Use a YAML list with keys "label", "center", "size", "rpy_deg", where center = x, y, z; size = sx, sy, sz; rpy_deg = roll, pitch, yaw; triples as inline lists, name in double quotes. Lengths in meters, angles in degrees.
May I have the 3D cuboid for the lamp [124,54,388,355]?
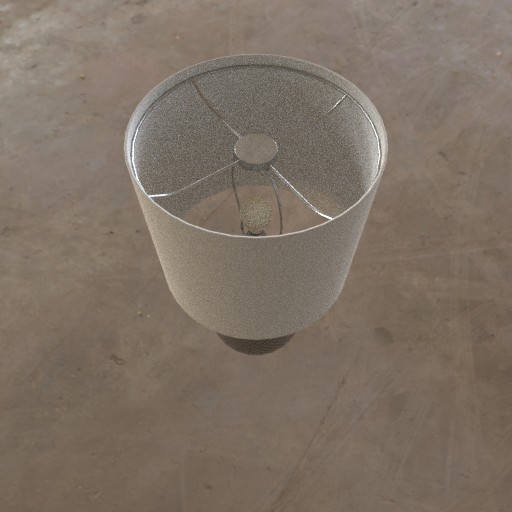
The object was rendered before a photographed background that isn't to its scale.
- label: "lamp"
  center: [0.000, 0.000, 0.505]
  size: [0.207, 0.366, 0.207]
  rpy_deg: [-31, 63, -18]
